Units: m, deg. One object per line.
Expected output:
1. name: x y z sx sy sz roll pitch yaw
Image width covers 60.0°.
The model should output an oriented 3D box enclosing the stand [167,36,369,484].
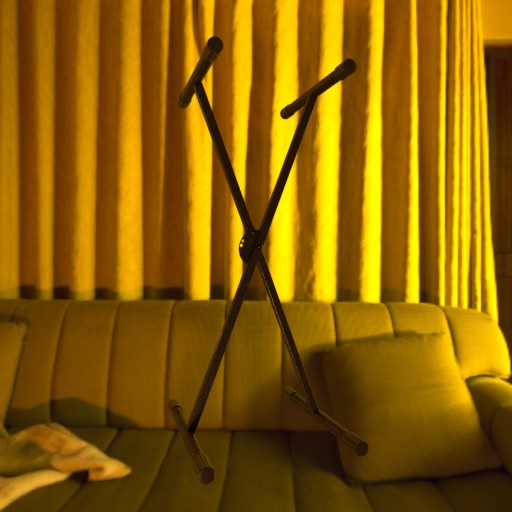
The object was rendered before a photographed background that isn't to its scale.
1. stand: 0.000 0.000 1.186 0.409 0.940 0.449 0 1 -19
